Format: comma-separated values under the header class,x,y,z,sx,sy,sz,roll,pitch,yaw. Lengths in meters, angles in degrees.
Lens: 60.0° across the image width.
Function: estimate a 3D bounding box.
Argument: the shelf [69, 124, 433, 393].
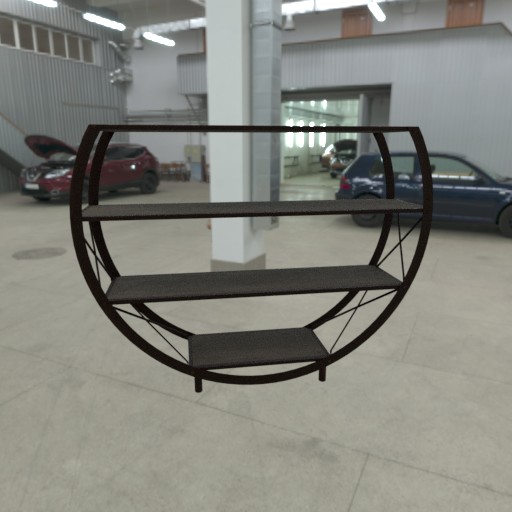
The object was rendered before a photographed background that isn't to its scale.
class,x,y,z,sx,sy,sz,roll,pitch,yaw
shelf,0.000,0.000,1.902,1.403,1.063,0.344,-2,14,-9
